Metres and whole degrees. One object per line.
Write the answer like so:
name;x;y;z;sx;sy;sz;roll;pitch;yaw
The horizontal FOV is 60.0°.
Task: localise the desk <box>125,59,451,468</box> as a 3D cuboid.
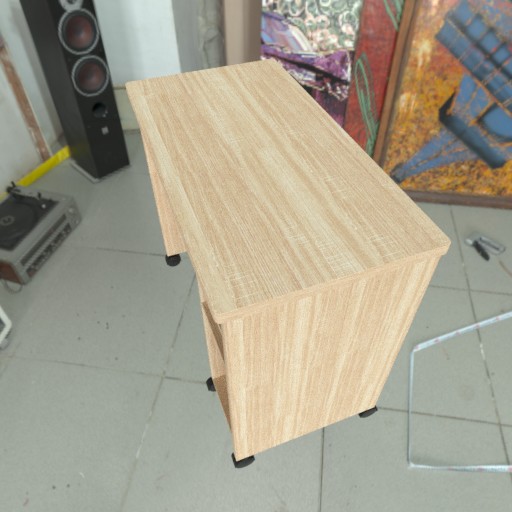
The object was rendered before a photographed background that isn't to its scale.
desk;0.000;0.000;1.339;0.480;0.770;0.884;-15;49;-14
